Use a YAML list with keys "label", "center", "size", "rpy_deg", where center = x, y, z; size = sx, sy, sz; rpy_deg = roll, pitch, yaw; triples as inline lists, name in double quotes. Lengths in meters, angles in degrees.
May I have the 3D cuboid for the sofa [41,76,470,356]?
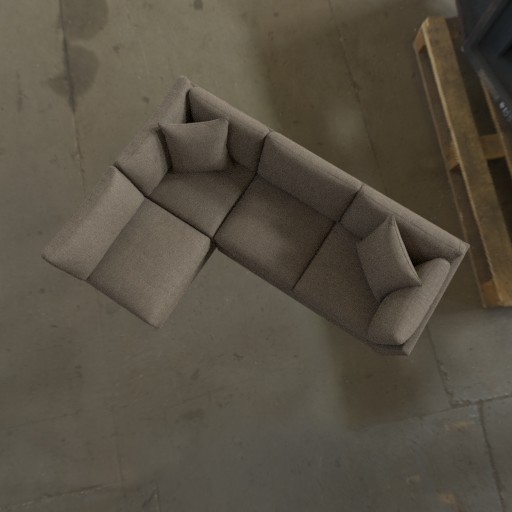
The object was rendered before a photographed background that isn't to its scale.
- label: "sofa"
  center: [0.000, 0.000, 3.795]
  size: [2.896, 0.978, 1.994]
  rpy_deg: [32, 79, 7]
